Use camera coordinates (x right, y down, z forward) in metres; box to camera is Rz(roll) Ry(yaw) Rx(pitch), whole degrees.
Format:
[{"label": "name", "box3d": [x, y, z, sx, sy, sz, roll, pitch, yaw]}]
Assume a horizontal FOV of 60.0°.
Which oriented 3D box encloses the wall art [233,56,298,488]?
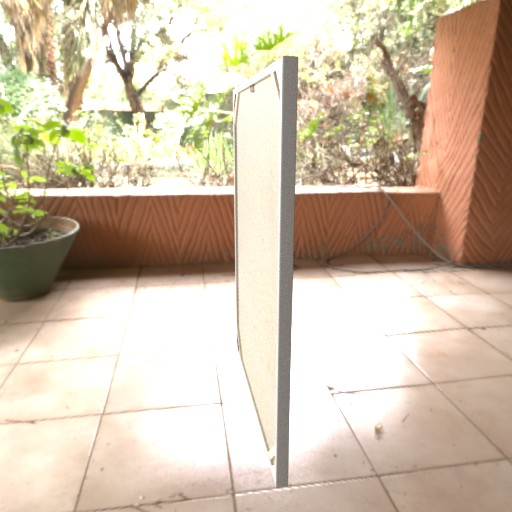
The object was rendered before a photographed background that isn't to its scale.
[{"label": "wall art", "box3d": [0.000, 0.000, 1.617, 0.038, 1.212, 0.914, -3, 16, -10]}]
